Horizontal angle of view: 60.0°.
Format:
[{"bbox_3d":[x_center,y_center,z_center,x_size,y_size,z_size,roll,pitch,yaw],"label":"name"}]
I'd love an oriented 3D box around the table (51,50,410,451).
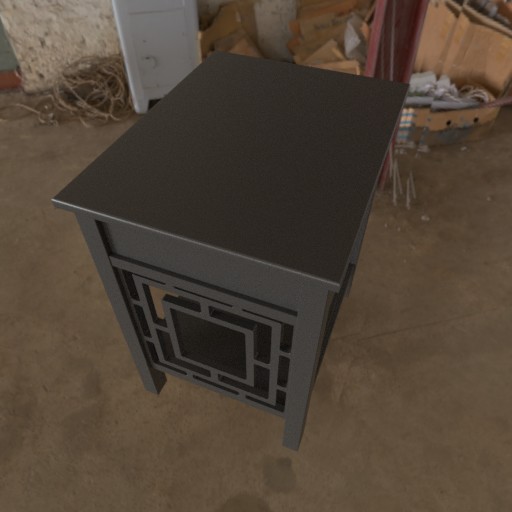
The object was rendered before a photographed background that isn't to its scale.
[{"bbox_3d":[0.000,0.000,1.015,0.451,0.646,0.564,16,50,15],"label":"table"}]
